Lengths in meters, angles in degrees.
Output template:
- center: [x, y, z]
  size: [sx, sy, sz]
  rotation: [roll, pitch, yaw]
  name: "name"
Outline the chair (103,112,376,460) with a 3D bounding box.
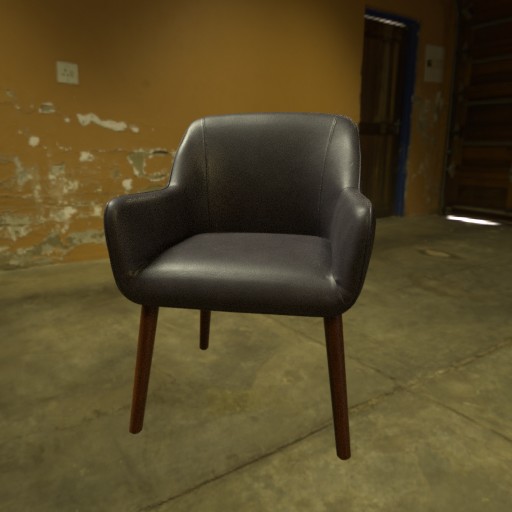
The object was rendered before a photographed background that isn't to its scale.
- center: [0.000, 0.000, 1.261]
  size: [0.610, 0.828, 0.610]
  rotation: [2, 13, 11]
  name: "chair"
